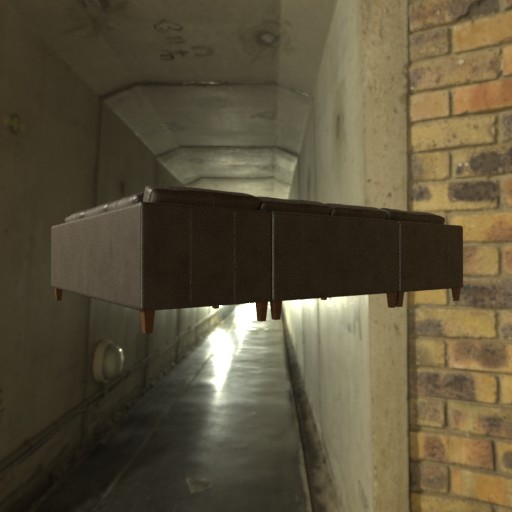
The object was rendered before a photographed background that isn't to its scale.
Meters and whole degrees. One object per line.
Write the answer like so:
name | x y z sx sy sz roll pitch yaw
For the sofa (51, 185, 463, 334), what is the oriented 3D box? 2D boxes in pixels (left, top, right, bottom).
sofa | 0.000 0.000 4.425 3.324 0.891 2.452 0 0 -36
